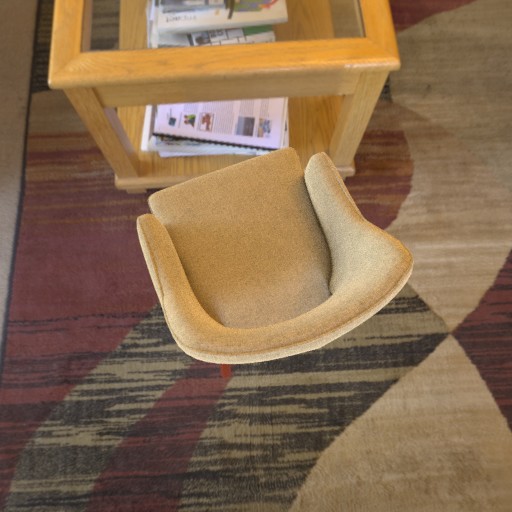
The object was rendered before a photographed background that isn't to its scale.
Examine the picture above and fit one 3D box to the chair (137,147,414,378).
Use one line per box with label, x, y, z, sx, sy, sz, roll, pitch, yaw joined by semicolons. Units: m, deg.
chair;0.000;0.000;1.210;0.548;0.849;0.605;-20;74;-6
